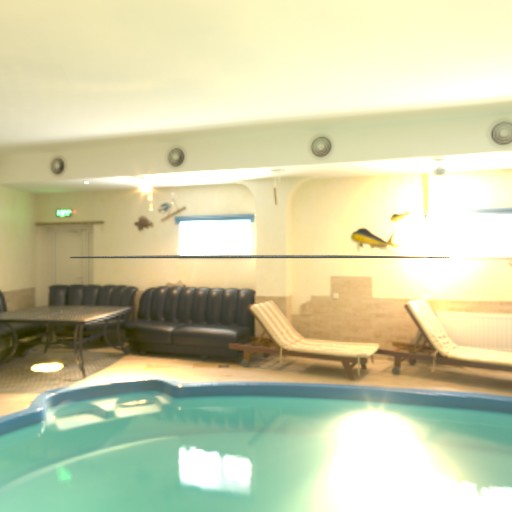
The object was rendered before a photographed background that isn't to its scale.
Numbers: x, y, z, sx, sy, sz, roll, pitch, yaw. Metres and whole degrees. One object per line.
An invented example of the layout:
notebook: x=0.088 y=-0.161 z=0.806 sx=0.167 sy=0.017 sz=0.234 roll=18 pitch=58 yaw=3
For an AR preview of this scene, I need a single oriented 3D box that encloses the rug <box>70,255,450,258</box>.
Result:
rug: x=0.000 y=0.000 z=2.987 sx=1.525 sy=0.007 sz=2.440 roll=0 pitch=0 yaw=-1
